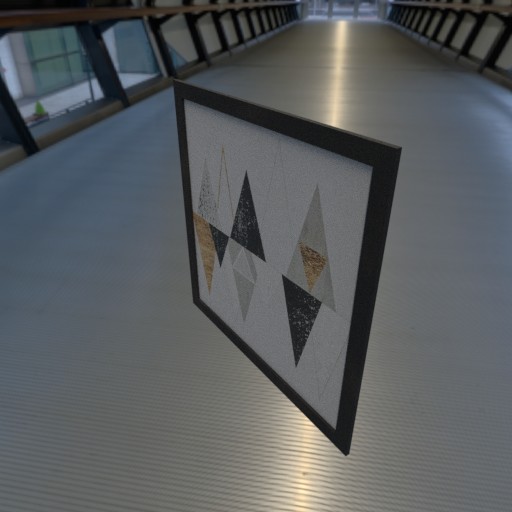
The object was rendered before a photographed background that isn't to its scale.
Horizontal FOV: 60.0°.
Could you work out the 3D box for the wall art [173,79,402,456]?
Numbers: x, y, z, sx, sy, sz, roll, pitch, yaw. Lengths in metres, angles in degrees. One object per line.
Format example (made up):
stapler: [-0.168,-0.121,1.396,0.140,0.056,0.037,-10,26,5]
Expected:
wall art: [0.000,0.000,1.242,0.013,0.823,0.823,-20,36,-30]
